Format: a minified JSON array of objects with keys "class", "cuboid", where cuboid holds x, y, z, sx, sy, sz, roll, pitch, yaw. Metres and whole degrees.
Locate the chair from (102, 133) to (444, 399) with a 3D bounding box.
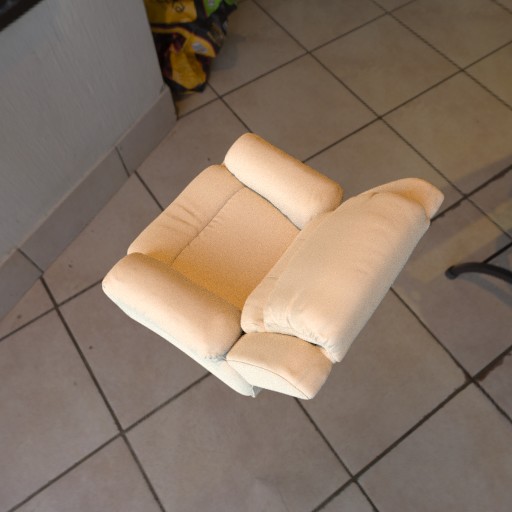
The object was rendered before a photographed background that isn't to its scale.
[{"class":"chair","cuboid":[0.000,0.000,1.280,0.709,0.702,0.680,33,68,15]}]
